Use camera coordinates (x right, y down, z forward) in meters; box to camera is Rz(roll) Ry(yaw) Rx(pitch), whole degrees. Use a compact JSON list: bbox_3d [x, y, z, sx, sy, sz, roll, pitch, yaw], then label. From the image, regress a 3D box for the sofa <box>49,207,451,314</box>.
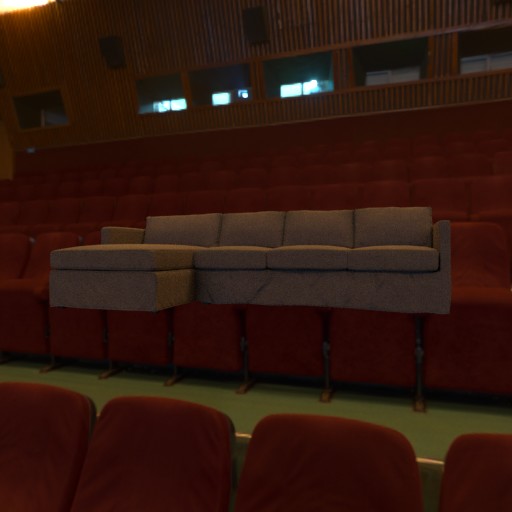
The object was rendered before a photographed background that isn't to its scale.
[{"bbox_3d":[0.000,0.000,3.970,3.205,0.922,1.650,0,1,18],"label":"sofa"}]
